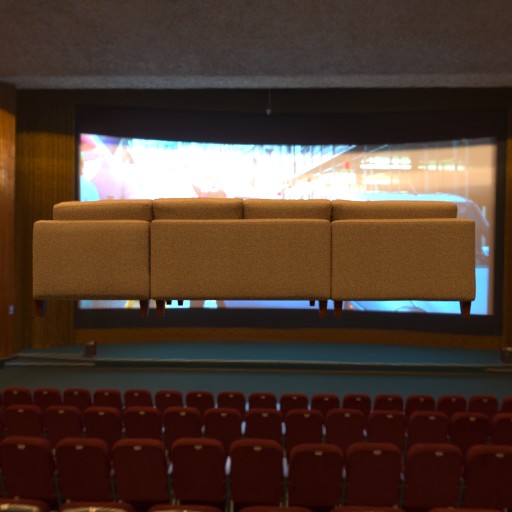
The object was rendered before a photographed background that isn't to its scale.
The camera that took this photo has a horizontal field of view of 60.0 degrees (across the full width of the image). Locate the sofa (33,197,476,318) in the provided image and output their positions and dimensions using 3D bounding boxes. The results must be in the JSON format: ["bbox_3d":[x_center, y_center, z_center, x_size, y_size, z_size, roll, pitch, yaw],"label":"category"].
[{"bbox_3d":[0.000,0.000,4.677,3.460,0.961,2.594,0,0,1],"label":"sofa"}]
